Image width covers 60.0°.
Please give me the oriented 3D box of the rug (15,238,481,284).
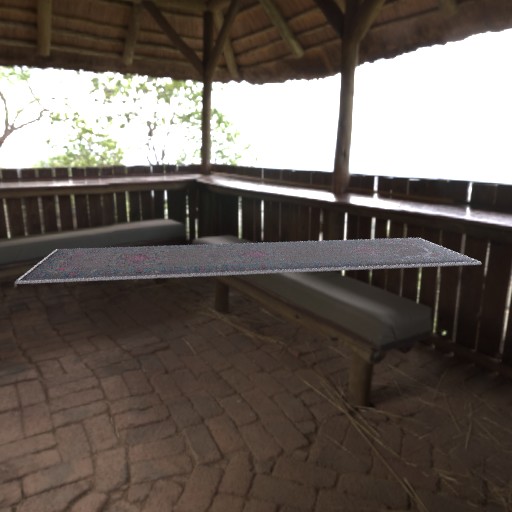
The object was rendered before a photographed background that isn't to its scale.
[{"bbox_3d":[0.000,0.000,2.470,2.297,0.019,0.659,-2,14,-8],"label":"rug"}]
